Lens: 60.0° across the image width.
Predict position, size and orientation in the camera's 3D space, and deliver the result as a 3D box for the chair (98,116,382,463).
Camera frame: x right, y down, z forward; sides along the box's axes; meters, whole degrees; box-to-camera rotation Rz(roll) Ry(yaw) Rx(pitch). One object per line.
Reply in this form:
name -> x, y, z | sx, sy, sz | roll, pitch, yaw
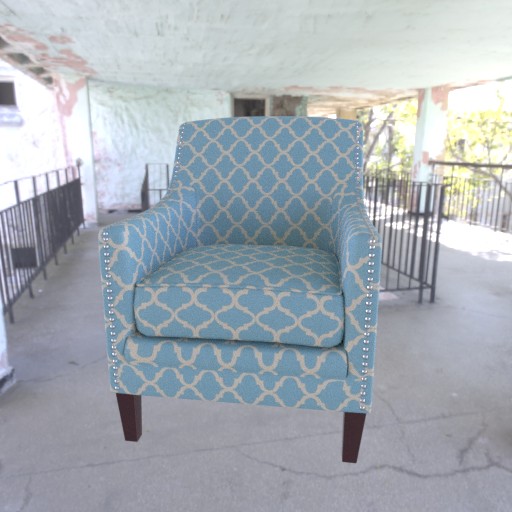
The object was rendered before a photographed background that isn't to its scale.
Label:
chair -> 0.000, 0.000, 1.284 | 0.617, 0.817, 0.686 | 2, 14, 8
